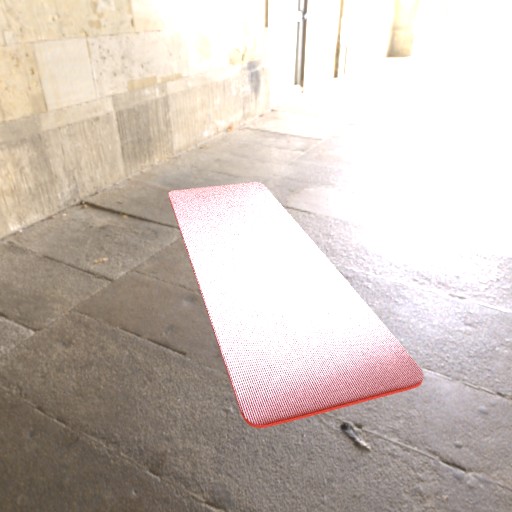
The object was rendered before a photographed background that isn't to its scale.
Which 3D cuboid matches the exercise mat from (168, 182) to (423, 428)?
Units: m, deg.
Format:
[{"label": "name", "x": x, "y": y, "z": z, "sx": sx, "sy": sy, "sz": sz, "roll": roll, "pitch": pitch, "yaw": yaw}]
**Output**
[{"label": "exercise mat", "x": 0.000, "y": 0.000, "z": 2.114, "sx": 0.616, "sy": 0.021, "sz": 1.869, "roll": -9, "pitch": 32, "yaw": -14}]
